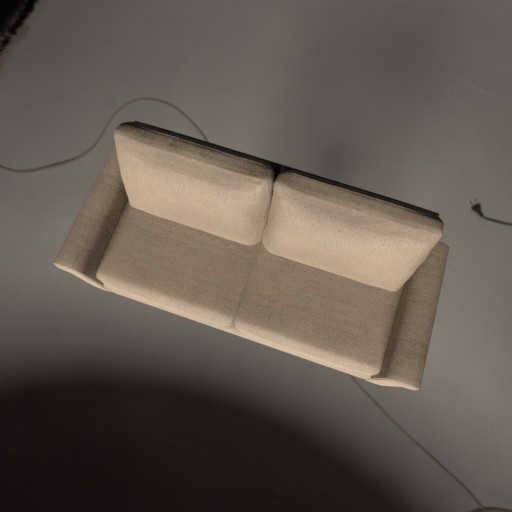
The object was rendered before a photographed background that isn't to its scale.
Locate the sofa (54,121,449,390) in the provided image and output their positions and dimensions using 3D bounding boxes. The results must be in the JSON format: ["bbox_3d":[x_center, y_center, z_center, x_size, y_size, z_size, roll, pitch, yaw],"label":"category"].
[{"bbox_3d":[0.000,0.000,2.431,1.935,0.942,0.842,18,74,5],"label":"sofa"}]
